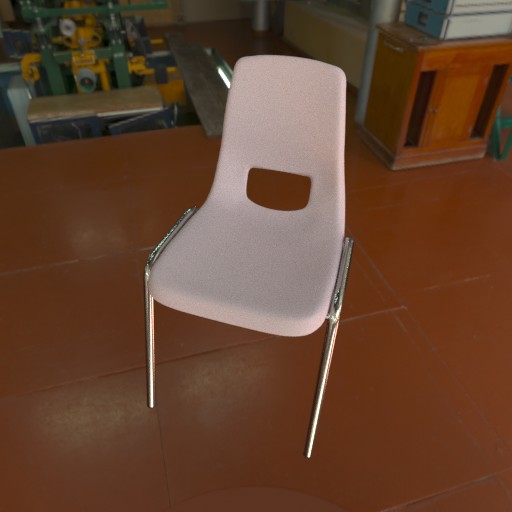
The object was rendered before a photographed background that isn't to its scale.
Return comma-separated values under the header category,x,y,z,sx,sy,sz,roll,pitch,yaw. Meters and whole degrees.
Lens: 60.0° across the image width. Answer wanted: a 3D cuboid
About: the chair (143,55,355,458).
category,x,y,z,sx,sy,sz,roll,pitch,yaw
chair,0.000,0.000,0.898,0.381,0.653,0.436,12,42,14
